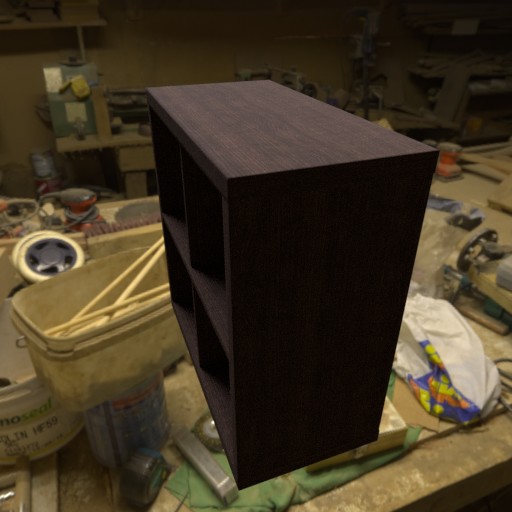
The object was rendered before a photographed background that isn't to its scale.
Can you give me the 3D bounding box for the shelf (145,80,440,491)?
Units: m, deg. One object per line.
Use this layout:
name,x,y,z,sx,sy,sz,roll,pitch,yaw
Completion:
shelf,0.000,0.000,1.236,0.390,0.786,0.790,-11,32,-18
